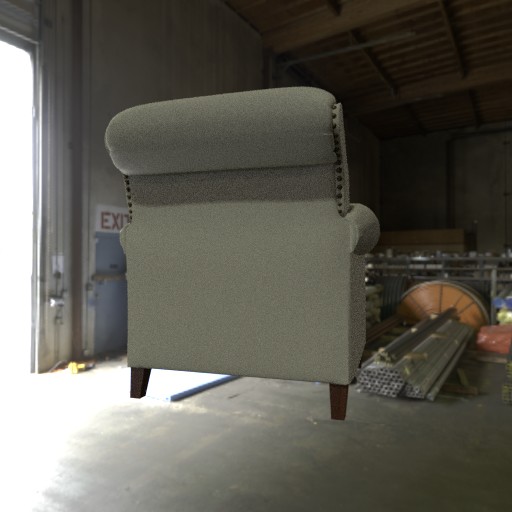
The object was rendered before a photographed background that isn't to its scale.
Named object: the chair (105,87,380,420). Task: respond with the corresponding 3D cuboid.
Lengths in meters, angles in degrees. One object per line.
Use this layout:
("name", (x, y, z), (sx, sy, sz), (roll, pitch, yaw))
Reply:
("chair", (0.000, 0.000, 1.605), (0.854, 0.927, 0.890), (0, 0, 17))
